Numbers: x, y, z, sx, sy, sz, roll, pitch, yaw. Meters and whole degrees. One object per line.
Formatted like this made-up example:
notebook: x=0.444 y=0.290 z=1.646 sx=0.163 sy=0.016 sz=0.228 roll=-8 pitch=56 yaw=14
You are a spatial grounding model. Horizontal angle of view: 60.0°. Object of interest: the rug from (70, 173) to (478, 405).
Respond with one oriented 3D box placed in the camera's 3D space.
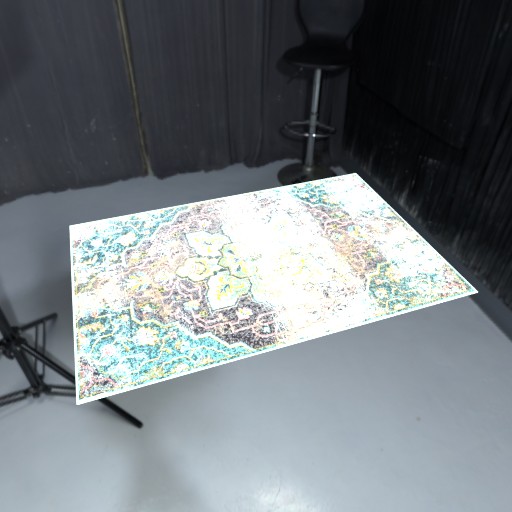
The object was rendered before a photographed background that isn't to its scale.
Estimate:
rug: x=0.000 y=0.000 z=2.958 sx=2.363 sy=0.004 sz=1.566 roll=-12 pitch=42 yaw=-14
